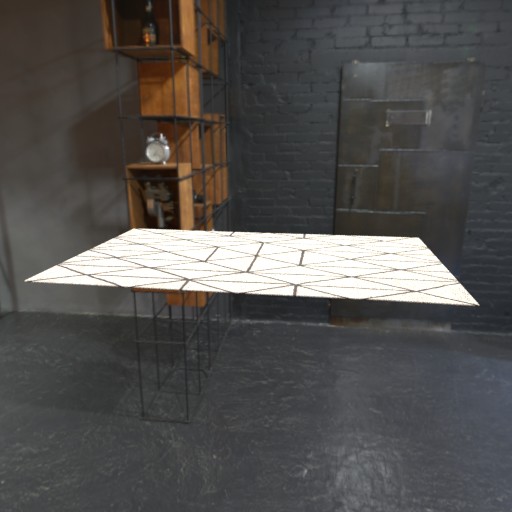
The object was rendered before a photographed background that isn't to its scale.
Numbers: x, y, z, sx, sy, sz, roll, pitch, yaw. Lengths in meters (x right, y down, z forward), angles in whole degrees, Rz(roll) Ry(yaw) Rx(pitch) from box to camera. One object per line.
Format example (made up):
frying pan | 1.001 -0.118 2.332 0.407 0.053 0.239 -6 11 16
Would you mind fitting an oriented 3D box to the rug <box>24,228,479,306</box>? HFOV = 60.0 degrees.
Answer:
rug | 0.000 0.000 3.089 2.465 0.008 1.526 2 15 9
